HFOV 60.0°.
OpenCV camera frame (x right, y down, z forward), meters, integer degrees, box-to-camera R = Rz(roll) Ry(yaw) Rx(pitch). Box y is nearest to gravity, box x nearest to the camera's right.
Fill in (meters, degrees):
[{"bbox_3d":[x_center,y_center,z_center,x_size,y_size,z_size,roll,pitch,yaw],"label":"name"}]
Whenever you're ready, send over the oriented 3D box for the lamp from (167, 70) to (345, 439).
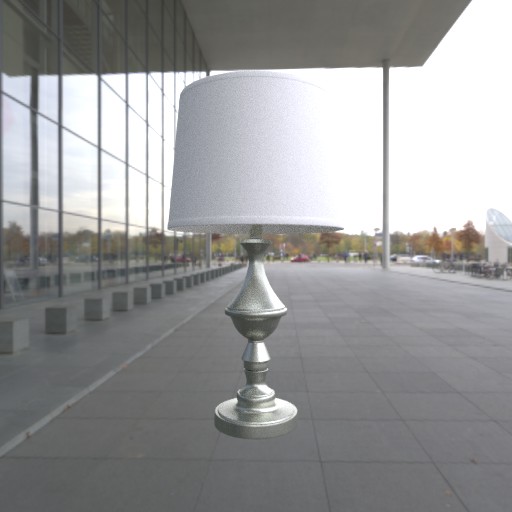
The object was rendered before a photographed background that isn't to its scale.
[{"bbox_3d":[0.000,0.000,0.976,0.383,0.733,0.383,0,0,0],"label":"lamp"}]
